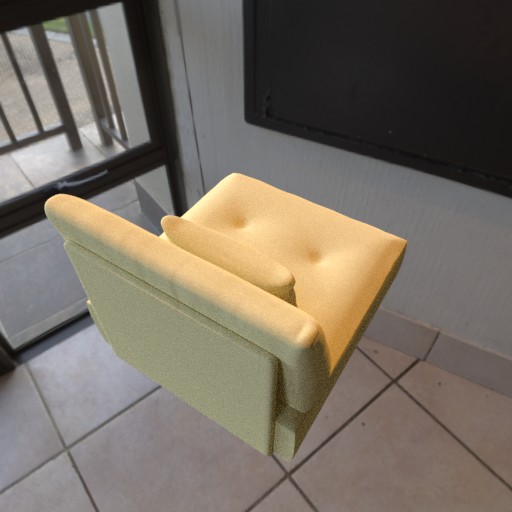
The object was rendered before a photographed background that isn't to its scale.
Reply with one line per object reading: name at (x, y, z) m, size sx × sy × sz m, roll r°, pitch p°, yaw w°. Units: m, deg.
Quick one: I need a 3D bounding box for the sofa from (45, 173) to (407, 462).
sofa at (0.000, 0.000, 1.704) m, size 0.930 × 0.820 × 1.000 m, roll 26°, pitch 53°, yaw 21°
